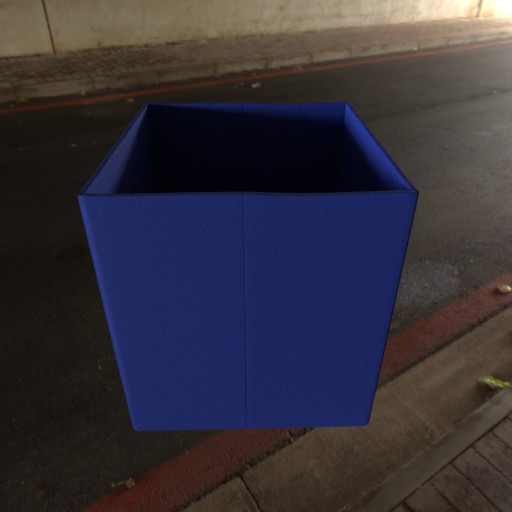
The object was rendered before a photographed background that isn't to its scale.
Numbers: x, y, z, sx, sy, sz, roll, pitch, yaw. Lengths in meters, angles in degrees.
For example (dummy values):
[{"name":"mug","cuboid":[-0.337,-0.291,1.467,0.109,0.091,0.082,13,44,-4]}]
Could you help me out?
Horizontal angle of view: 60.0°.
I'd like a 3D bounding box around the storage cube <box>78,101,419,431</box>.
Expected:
[{"name":"storage cube","cuboid":[0.000,0.000,0.511,0.270,0.280,0.270,-1,33,-1]}]
